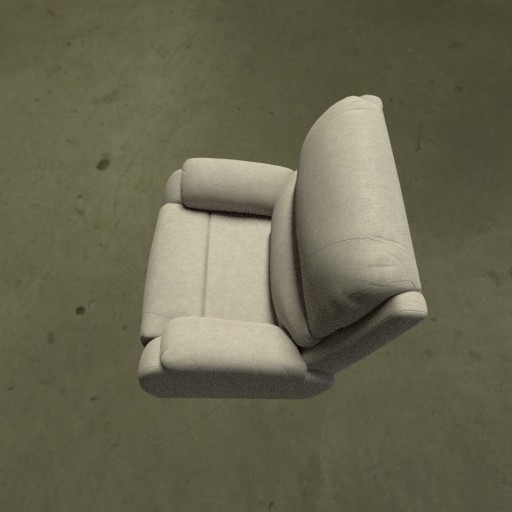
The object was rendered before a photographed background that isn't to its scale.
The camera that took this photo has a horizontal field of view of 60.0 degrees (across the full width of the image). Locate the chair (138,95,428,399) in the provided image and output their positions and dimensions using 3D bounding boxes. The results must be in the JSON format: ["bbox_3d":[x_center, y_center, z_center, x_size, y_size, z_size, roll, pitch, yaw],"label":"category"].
[{"bbox_3d":[0.000,0.000,1.705,0.899,1.011,0.930,0,58,0],"label":"chair"}]
